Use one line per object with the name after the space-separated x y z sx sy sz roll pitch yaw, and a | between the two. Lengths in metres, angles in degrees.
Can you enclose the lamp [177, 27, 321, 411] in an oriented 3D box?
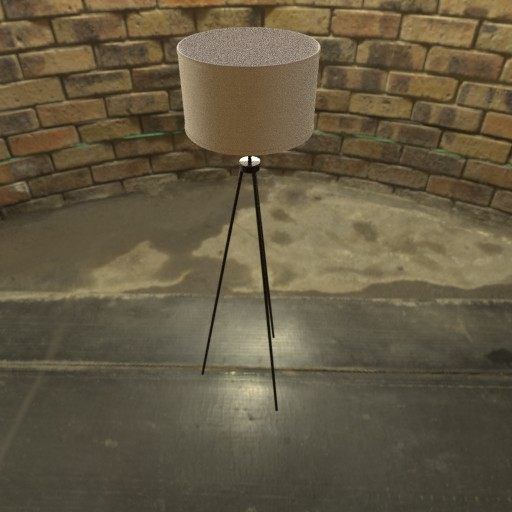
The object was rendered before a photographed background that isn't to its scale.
0.000 0.000 1.746 0.448 1.545 0.458 -26 46 -27 | lamp
